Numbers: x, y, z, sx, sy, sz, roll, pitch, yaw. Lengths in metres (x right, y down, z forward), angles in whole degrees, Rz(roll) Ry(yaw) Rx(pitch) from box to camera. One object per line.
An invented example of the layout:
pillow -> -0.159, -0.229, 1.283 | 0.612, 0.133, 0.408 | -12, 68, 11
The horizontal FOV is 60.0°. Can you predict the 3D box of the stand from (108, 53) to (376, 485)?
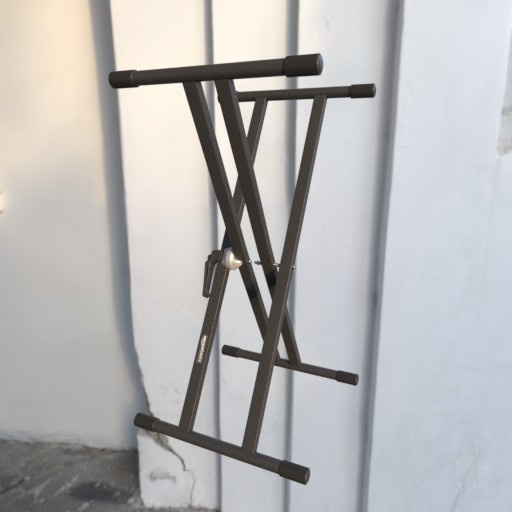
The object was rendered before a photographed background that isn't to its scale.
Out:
stand -> 0.000, 0.000, 1.198 | 0.495, 0.900, 0.503 | 7, 16, 25
